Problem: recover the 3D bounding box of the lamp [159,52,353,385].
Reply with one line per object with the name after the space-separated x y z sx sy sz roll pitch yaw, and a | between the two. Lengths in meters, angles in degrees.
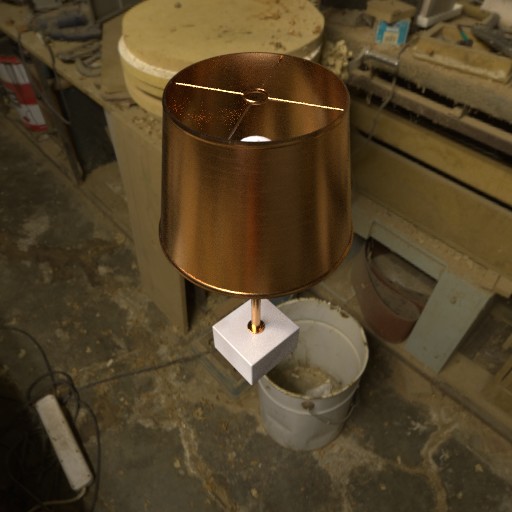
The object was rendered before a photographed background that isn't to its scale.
0.000 0.000 0.519 0.208 0.406 0.208 0 47 0 | lamp
